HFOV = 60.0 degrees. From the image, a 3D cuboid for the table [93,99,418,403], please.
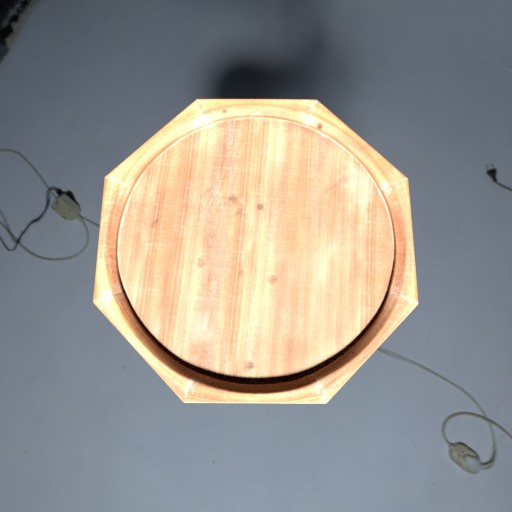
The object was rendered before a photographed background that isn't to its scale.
[{"bbox_3d":[0.000,0.000,1.519,1.002,0.444,1.002,0,76,0],"label":"table"}]
